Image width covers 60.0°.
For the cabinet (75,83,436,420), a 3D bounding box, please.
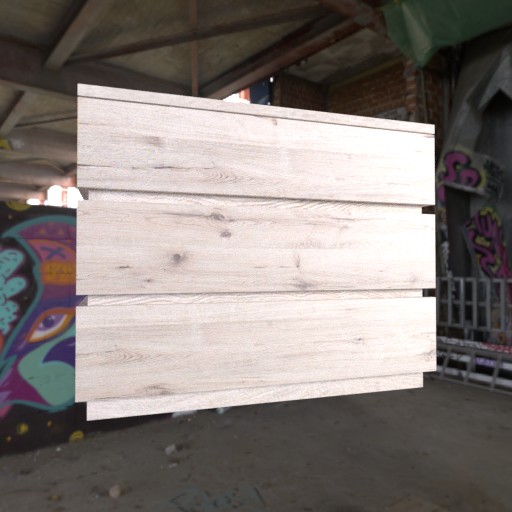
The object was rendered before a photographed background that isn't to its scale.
[{"bbox_3d":[0.000,0.000,1.421,1.040,0.820,0.420,0,-1,-18],"label":"cabinet"}]
